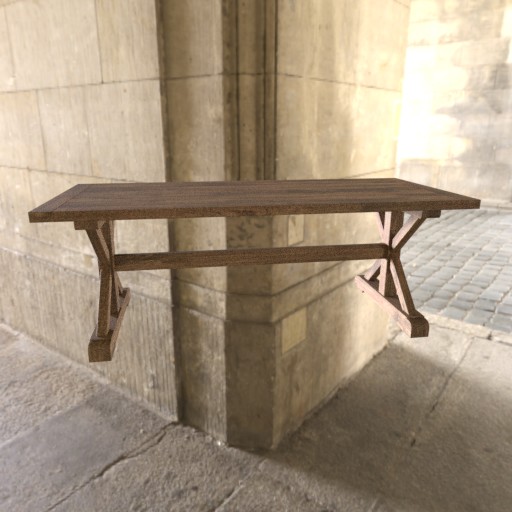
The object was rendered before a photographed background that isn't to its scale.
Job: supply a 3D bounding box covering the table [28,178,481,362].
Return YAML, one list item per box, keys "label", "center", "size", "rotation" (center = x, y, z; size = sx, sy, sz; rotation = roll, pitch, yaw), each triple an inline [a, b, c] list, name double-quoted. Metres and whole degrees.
- label: "table"
  center: [0.000, 0.000, 2.496]
  size: [2.031, 0.733, 0.907]
  rotation: [-3, 17, -8]
